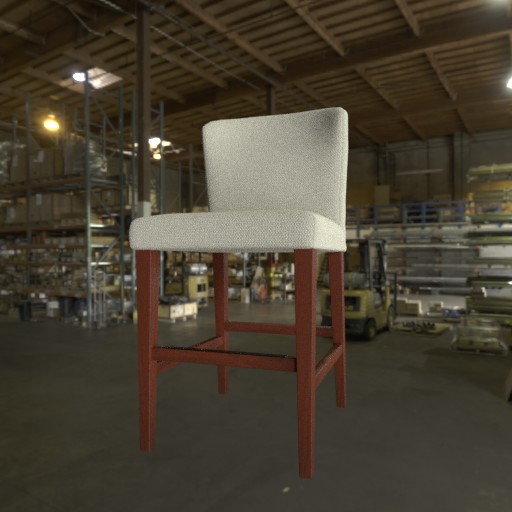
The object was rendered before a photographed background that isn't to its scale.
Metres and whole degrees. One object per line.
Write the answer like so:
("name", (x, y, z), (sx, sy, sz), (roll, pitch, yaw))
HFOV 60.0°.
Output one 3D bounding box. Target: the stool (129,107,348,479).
("stool", (0.000, 0.000, 1.274), (0.481, 0.969, 0.568), (0, 0, 19))
